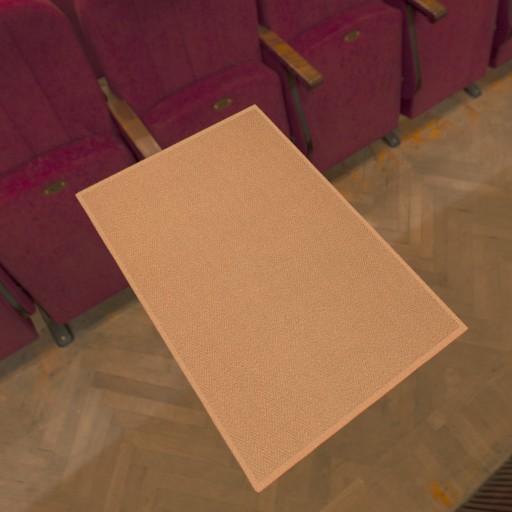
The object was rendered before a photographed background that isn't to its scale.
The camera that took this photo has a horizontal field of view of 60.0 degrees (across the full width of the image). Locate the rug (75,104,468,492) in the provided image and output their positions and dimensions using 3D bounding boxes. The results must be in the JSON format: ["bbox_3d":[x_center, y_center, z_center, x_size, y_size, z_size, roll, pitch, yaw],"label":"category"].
[{"bbox_3d":[0.000,0.000,2.870,1.532,0.017,2.244,-31,67,-15],"label":"rug"}]
